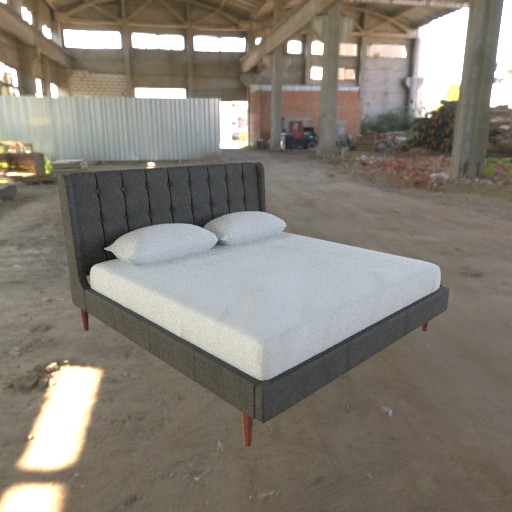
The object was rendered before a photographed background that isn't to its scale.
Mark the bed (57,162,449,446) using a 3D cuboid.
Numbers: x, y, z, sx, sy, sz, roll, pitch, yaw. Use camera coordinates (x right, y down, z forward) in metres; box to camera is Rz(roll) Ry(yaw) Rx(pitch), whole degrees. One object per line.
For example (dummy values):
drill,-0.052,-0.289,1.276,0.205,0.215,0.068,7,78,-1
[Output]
bed,0.000,0.000,2.550,1.531,0.933,1.638,-15,21,-42
